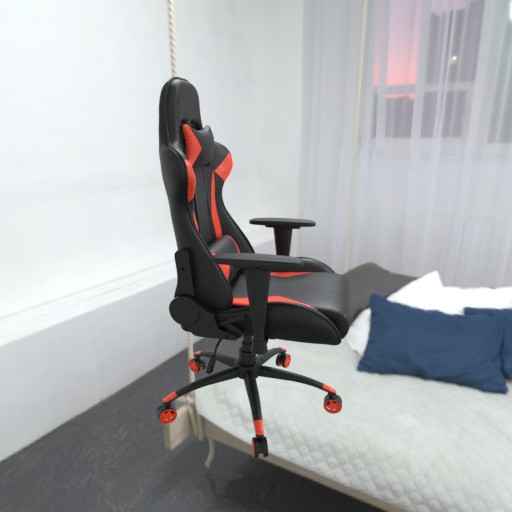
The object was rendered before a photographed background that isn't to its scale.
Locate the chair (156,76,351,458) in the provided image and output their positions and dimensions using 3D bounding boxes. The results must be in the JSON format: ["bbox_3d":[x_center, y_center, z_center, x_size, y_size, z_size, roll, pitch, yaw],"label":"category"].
[{"bbox_3d":[0.000,0.000,1.696,0.730,1.282,0.695,3,16,11],"label":"chair"}]
